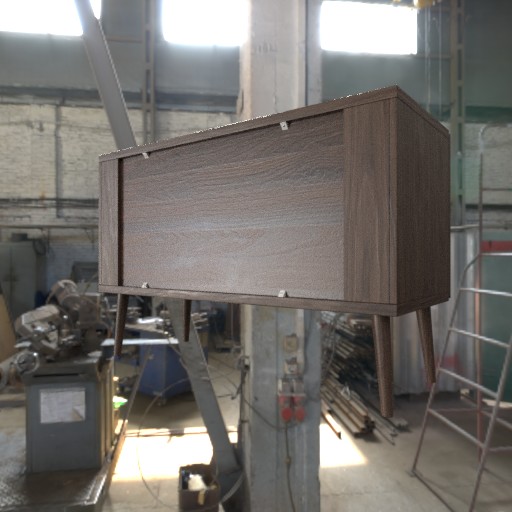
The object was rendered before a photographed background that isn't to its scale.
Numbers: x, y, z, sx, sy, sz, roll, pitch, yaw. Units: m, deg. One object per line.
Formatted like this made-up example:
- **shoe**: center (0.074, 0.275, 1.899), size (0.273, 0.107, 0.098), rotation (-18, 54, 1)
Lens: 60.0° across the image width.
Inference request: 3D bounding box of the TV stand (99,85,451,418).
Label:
- **TV stand**: center (0.000, 0.000, 1.314), size (0.990, 0.660, 0.405), rotation (0, 0, 37)
